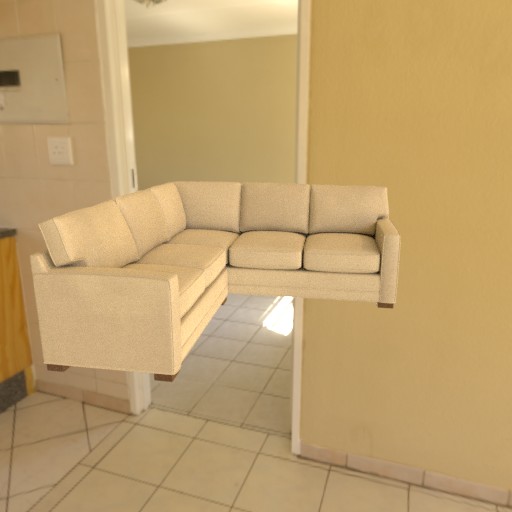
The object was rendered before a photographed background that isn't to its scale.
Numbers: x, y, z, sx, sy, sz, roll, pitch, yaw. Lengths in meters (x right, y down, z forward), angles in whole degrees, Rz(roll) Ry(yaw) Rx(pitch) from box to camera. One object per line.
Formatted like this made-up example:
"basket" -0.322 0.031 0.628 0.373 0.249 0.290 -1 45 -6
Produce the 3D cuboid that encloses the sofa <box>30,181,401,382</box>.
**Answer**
"sofa" 0.000 0.000 3.361 2.189 0.939 2.182 2 15 9
